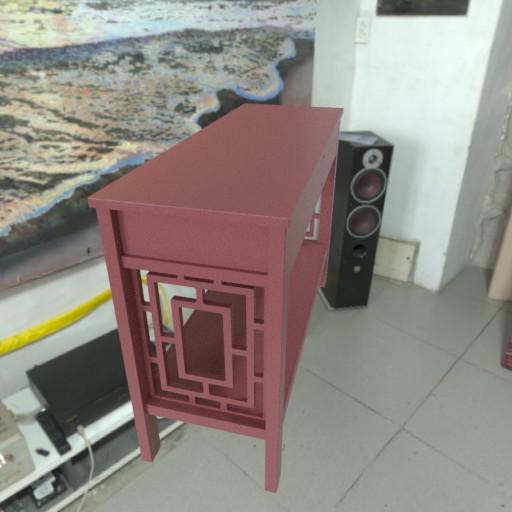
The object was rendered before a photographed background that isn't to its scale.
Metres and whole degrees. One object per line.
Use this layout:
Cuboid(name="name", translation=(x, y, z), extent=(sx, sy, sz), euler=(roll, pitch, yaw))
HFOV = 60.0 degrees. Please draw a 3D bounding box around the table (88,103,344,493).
Cuboid(name="table", translation=(0.000, 0.000, 1.422), extent=(0.397, 0.753, 1.068), euler=(7, 29, 13))
